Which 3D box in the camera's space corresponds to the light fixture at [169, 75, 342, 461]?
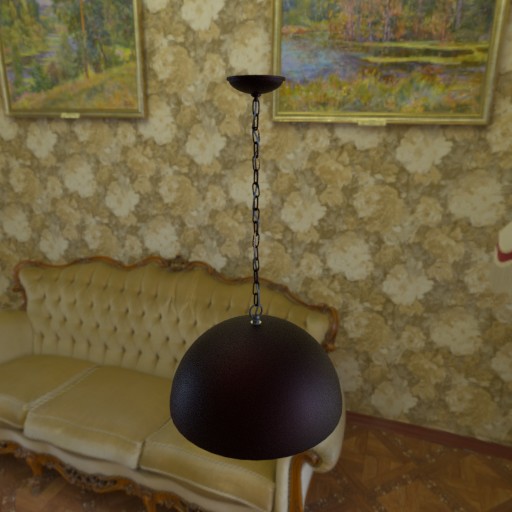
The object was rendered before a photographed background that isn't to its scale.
[{"bbox_3d":[0.000,0.000,1.161,0.492,0.869,0.492,-8,18,-26],"label":"light fixture"}]
